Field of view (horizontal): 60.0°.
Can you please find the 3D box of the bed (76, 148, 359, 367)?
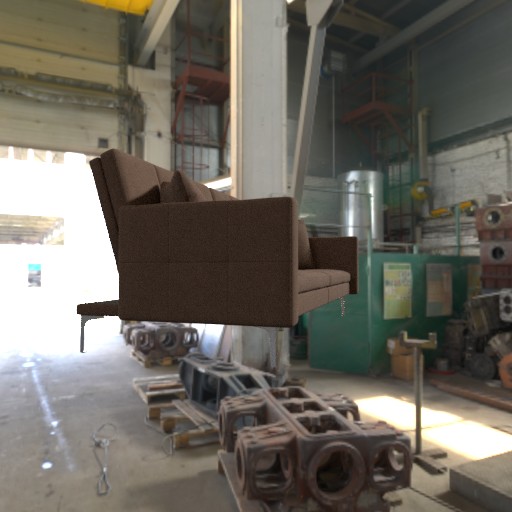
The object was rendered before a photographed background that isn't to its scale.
[{"bbox_3d":[0.000,0.000,2.382,0.889,0.787,1.905,-1,-2,19],"label":"bed"}]
